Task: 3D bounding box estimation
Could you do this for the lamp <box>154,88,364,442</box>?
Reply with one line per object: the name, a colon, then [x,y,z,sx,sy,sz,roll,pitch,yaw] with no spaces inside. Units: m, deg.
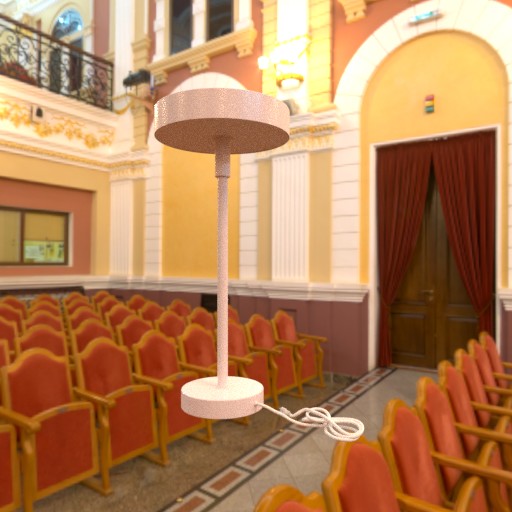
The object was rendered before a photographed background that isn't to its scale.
lamp: [0.000,0.000,0.718,0.369,0.508,0.229,0,0,36]
